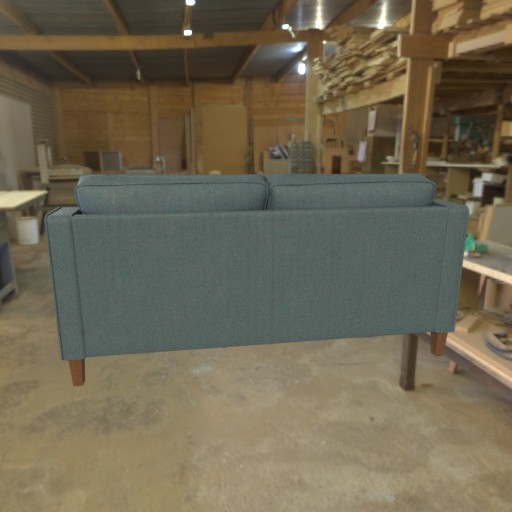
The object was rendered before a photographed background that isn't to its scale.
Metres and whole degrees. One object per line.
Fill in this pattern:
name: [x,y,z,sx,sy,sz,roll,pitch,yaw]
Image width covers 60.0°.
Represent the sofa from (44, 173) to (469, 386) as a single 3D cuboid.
sofa: [0.000,0.000,2.818,2.178,1.071,1.066,-2,14,-9]
